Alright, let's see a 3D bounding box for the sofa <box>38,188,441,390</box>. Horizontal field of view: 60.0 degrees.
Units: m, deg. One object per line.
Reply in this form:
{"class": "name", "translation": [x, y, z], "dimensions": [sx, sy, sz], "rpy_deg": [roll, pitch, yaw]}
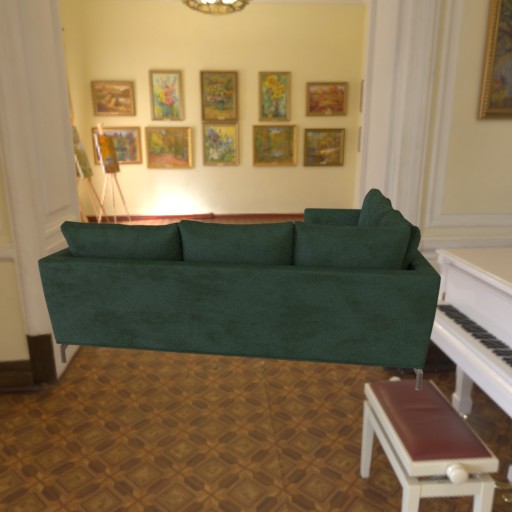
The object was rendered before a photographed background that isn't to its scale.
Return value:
{"class": "sofa", "translation": [0.000, 0.000, 3.864], "dimensions": [2.452, 1.004, 2.468], "rpy_deg": [2, 15, 8]}
